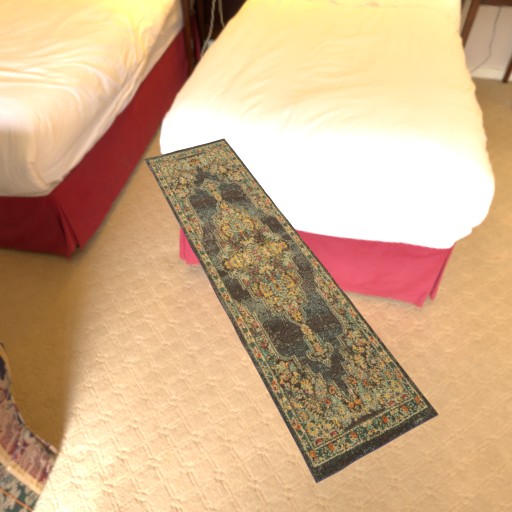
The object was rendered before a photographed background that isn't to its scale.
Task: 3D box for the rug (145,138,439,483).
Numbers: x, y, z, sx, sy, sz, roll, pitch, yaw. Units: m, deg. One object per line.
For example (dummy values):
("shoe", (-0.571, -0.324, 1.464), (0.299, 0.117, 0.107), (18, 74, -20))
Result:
("rug", (0.000, 0.000, 2.448), (0.602, 0.016, 2.283), (-20, 51, -17))
